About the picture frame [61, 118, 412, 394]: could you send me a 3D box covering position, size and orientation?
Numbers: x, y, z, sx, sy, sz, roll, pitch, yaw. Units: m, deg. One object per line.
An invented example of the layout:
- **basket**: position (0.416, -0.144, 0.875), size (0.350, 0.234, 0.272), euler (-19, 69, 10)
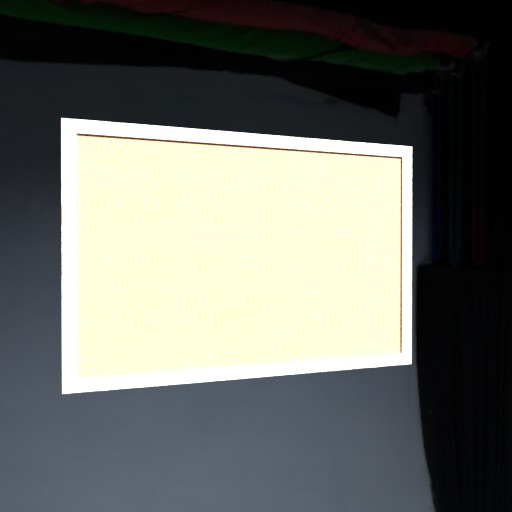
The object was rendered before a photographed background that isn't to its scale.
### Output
- **picture frame**: position (0.000, 0.000, 1.180), size (0.950, 0.640, 0.029), euler (0, 0, -17)
